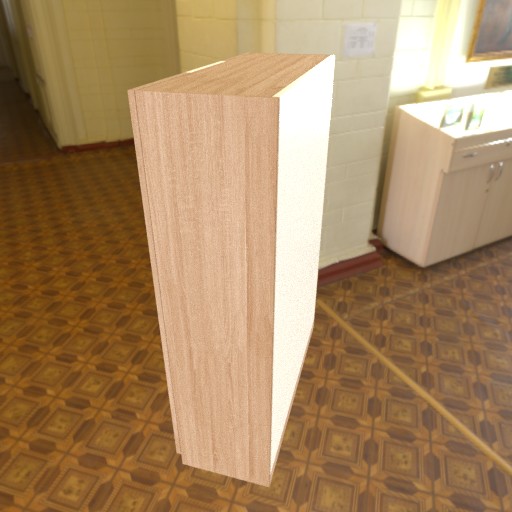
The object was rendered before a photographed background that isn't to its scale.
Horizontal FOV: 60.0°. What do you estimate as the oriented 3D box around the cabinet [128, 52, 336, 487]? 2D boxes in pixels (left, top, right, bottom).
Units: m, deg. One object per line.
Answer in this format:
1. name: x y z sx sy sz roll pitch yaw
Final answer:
1. cabinet: 0.000 0.000 2.696 0.590 2.120 1.500 8 31 14
